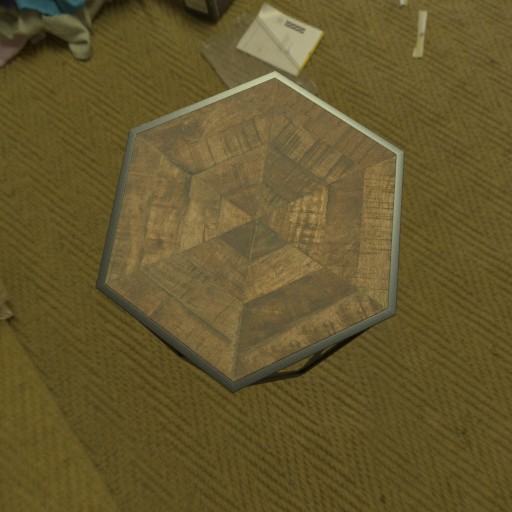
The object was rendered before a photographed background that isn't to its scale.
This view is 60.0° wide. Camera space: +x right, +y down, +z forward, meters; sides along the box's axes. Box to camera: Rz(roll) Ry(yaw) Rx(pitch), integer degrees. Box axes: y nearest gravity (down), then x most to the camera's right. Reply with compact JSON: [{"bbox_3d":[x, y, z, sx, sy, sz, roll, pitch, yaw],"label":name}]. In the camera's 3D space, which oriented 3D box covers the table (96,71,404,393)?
[{"bbox_3d":[0.000,0.000,1.050,0.578,0.564,0.579,35,78,8],"label":"table"}]
